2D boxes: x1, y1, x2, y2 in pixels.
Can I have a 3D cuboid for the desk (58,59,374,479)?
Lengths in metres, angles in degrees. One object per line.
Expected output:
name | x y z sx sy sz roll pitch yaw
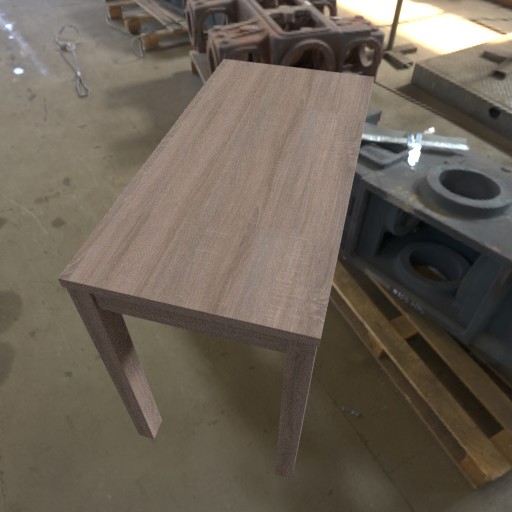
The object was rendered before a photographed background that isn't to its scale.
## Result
desk | 0.000 0.000 1.386 0.495 0.762 0.991 11 48 10
